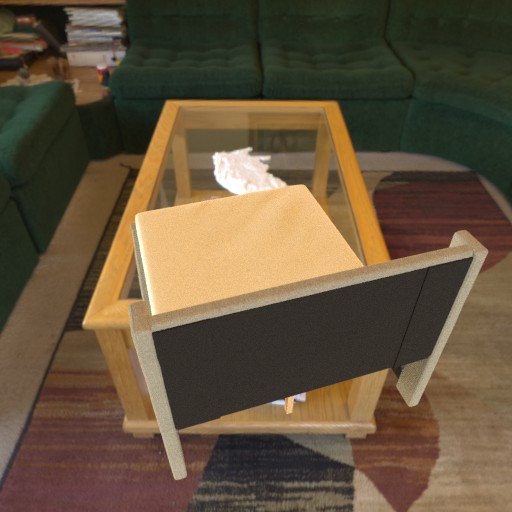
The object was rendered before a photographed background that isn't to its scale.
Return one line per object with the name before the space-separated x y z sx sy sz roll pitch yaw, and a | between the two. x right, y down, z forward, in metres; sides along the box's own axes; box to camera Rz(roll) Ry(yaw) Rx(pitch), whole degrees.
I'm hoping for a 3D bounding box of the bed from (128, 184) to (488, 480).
bed | 0.000 0.000 3.309 1.774 1.491 2.222 -12 43 -13
